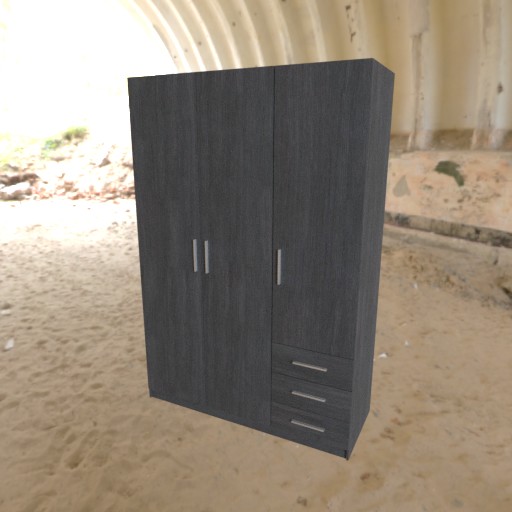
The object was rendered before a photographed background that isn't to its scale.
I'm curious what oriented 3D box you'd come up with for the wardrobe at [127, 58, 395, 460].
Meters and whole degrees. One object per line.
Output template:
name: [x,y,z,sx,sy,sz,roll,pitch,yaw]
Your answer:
wardrobe: [0.000,0.000,2.508,1.290,1.910,0.510,7,16,26]
